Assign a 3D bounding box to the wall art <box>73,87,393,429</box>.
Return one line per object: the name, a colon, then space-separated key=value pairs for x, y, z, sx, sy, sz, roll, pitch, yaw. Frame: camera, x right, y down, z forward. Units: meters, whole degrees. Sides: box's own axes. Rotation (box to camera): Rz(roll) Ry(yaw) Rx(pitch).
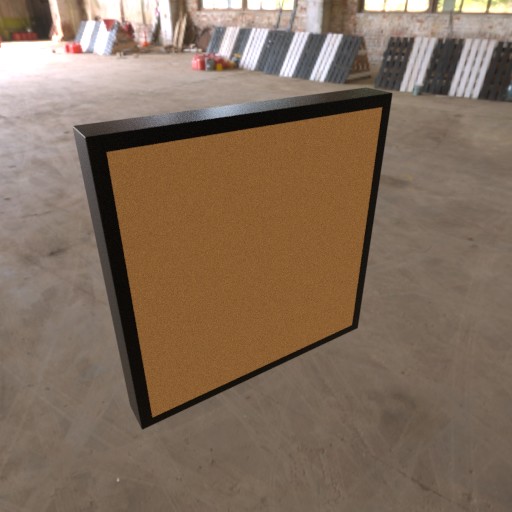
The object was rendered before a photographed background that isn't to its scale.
wall art: x=0.000 y=0.000 z=0.460 sx=0.299 sy=0.299 sz=0.037 roll=-18 pitch=35 yaw=-28
